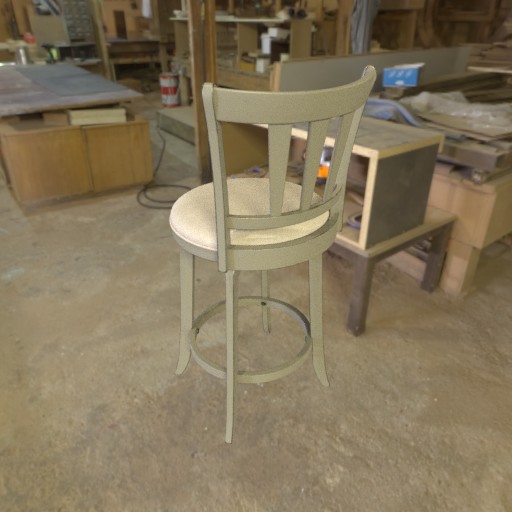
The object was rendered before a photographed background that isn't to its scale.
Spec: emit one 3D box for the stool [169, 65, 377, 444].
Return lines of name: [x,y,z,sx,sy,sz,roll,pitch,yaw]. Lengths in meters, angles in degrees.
stool: [0.000,0.000,1.249,0.450,0.994,0.486,-19,35,-30]
